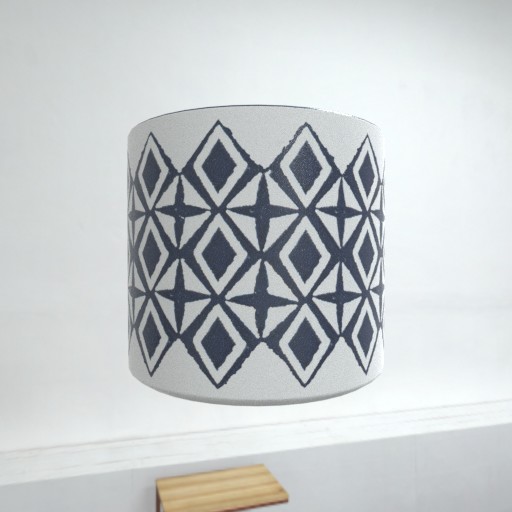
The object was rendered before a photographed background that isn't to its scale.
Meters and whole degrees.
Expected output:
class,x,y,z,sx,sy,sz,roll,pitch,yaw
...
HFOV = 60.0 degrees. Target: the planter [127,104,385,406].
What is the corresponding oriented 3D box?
class,x,y,z,sx,sy,sz,roll,pitch,yaw
planter,0.000,0.000,0.326,0.182,0.165,0.182,0,1,0
